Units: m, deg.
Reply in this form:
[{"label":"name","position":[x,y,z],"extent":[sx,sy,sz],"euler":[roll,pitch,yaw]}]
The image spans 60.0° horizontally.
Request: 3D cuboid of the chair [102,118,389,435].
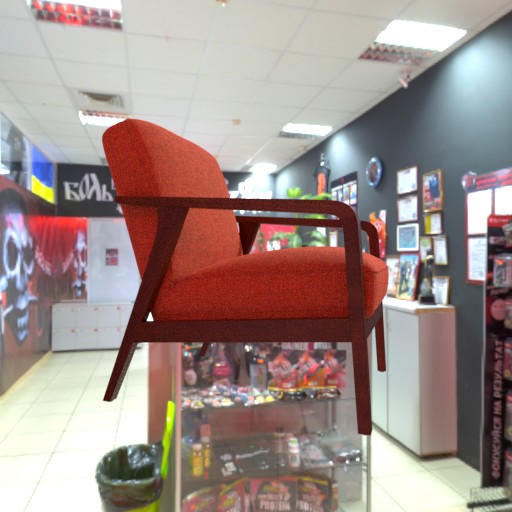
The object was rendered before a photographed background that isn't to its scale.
[{"label":"chair","position":[0.000,0.000,1.537],"extent":[0.860,0.890,0.719],"euler":[0,0,19]}]
